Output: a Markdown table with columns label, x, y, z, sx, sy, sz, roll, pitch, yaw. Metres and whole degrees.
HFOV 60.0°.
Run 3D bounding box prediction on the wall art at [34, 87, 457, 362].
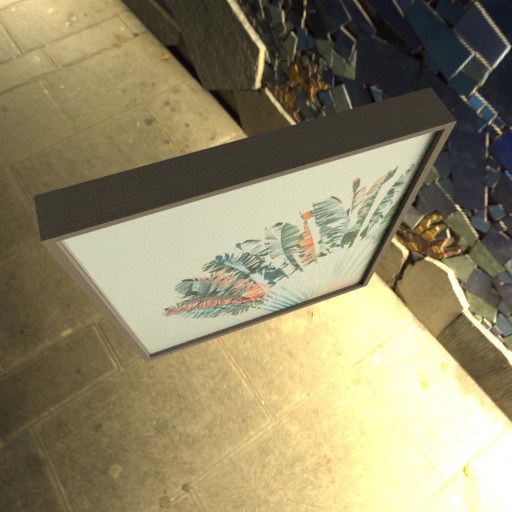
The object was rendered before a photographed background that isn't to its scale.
| label | x | y | z | sx | sy | sz | roll | pitch | yaw |
| --- | --- | --- | --- | --- | --- | --- | --- | --- | --- |
| wall art | 0.000 | 0.000 | 0.448 | 0.304 | 0.303 | 0.038 | -18 | 64 | -9 |
